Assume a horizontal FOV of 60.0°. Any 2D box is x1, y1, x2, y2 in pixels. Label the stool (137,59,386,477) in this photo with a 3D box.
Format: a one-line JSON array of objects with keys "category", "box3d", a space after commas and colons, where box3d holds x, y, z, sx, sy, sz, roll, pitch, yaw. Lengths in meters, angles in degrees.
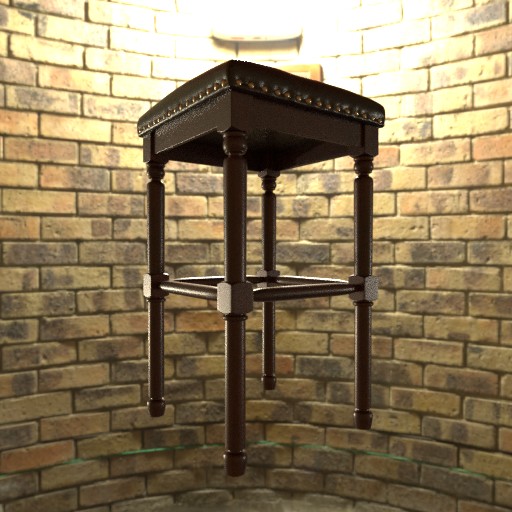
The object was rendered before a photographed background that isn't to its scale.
[{"category": "stool", "box3d": [0.000, 0.000, 0.942, 0.382, 0.702, 0.383, -1, 1, -36]}]
